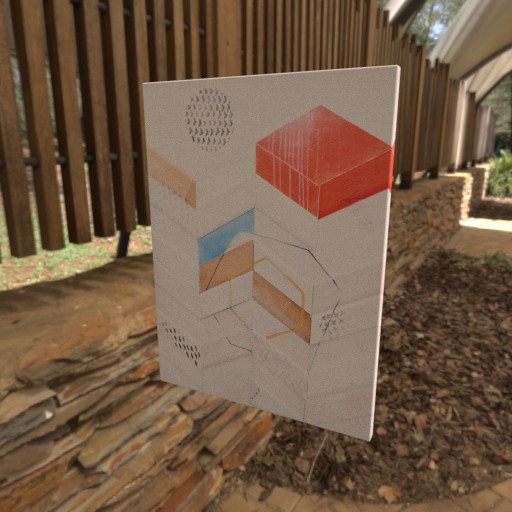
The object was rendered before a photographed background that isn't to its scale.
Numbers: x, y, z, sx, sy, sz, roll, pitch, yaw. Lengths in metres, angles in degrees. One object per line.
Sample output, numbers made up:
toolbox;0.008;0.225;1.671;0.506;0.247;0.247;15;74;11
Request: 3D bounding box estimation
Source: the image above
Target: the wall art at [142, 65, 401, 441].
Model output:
wall art;0.000;0.000;1.338;0.759;1.014;0.045;7;16;26
